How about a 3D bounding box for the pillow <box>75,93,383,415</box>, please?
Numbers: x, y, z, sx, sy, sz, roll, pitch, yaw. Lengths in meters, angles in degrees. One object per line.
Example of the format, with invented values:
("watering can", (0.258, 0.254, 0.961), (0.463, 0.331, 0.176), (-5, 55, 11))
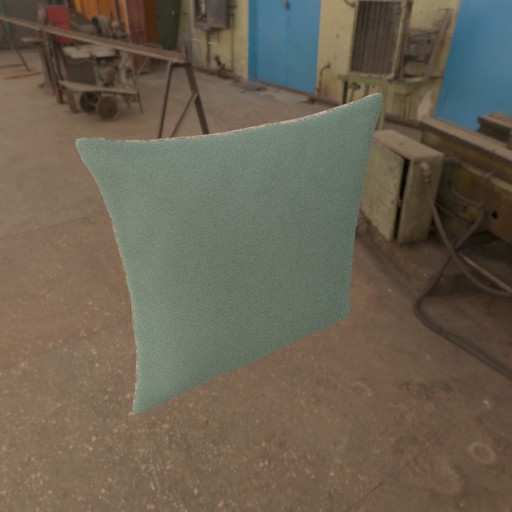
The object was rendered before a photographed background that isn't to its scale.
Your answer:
("pillow", (0.000, 0.000, 0.791), (0.526, 0.507, 0.166), (-18, 36, -28))
